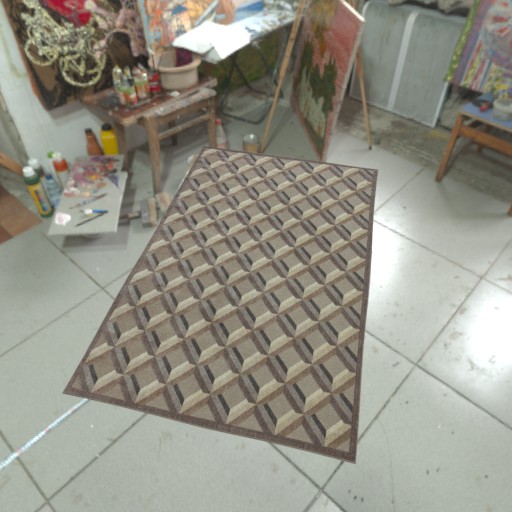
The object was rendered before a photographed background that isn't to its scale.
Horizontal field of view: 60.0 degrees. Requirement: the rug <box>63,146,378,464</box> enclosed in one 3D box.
[{"bbox_3d":[0.000,0.000,2.093,1.066,0.011,1.677,10,47,9],"label":"rug"}]
